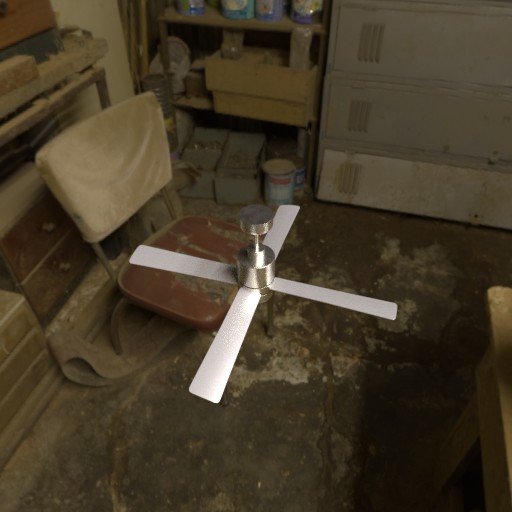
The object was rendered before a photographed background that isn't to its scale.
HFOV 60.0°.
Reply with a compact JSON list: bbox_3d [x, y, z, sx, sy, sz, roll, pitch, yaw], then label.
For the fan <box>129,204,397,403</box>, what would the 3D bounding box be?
[{"bbox_3d":[0.000,0.000,2.345,1.525,0.539,1.525,12,43,14],"label":"fan"}]
